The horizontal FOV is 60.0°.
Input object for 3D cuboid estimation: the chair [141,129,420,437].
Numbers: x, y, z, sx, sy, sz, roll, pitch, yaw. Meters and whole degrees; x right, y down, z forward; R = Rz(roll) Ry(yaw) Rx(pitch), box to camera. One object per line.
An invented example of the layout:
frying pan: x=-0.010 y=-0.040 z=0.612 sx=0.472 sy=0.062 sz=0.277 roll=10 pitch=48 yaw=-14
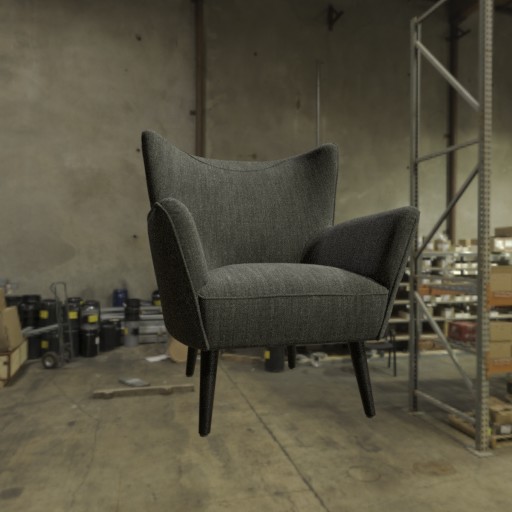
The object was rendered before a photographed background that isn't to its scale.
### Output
chair: x=0.000 y=0.000 z=1.571 sx=0.781 sy=0.933 sz=0.888 roll=0 pitch=0 yaw=-16
